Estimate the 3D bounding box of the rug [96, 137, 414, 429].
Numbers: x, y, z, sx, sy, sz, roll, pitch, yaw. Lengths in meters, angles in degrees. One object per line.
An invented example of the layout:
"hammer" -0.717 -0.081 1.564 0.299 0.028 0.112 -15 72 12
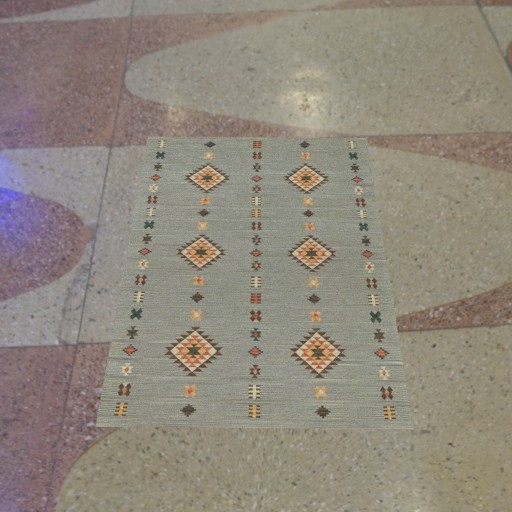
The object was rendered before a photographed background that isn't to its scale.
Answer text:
"rug" 0.000 0.000 4.139 2.425 0.008 3.035 0 60 0
